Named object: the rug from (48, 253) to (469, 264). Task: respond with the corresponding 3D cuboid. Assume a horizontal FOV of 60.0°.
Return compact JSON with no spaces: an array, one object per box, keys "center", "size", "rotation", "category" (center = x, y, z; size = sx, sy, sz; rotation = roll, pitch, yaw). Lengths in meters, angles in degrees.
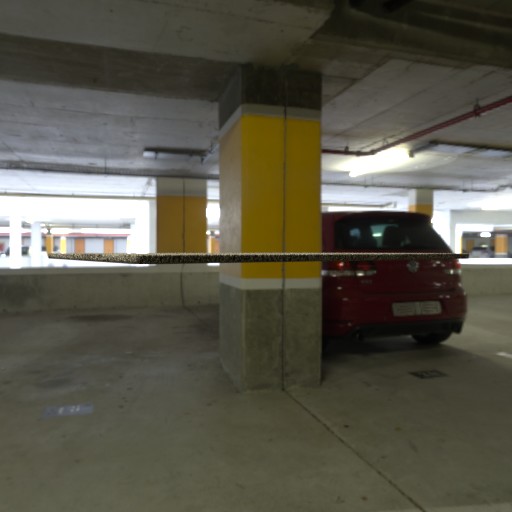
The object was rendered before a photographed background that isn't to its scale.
[{"center":[0.000,0.000,2.098],"size":[1.601,0.025,1.198],"rotation":[0,1,-35],"category":"rug"}]
